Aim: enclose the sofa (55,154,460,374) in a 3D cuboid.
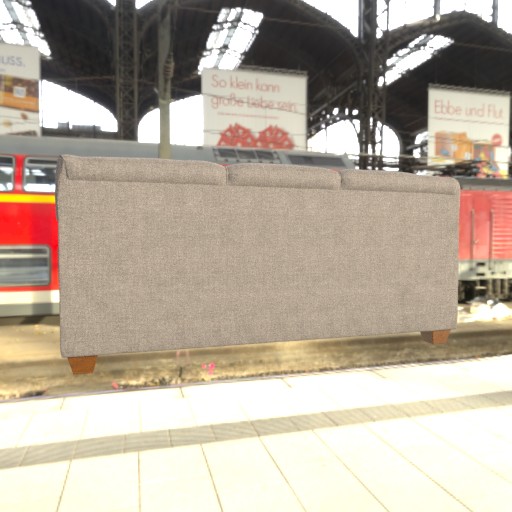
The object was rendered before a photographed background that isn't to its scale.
[{"bbox_3d":[0.000,0.000,2.564,2.024,0.958,0.997,-1,2,-17],"label":"sofa"}]
